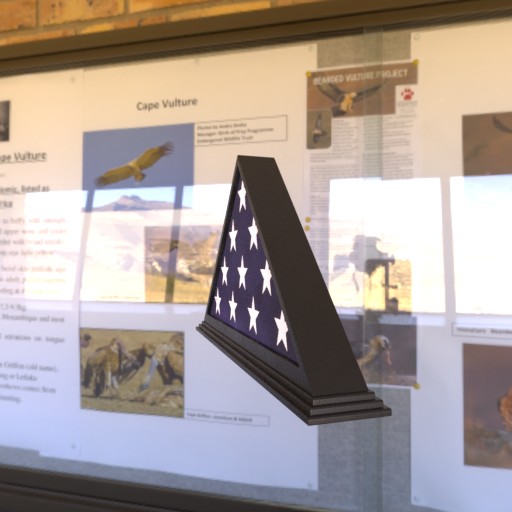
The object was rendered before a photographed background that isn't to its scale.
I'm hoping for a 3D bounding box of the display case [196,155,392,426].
[{"bbox_3d":[0.000,0.000,0.755,0.095,0.340,0.640,0,-1,-18],"label":"display case"}]
